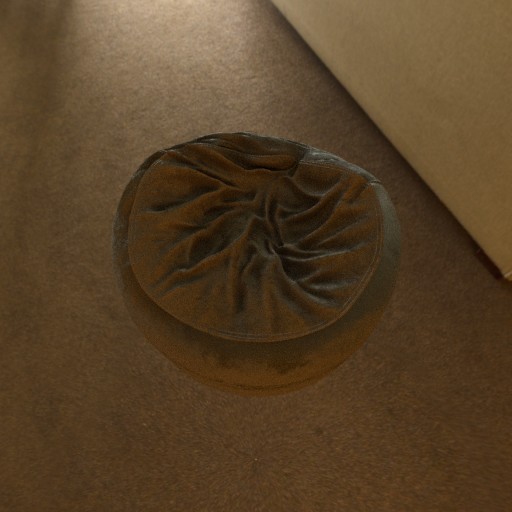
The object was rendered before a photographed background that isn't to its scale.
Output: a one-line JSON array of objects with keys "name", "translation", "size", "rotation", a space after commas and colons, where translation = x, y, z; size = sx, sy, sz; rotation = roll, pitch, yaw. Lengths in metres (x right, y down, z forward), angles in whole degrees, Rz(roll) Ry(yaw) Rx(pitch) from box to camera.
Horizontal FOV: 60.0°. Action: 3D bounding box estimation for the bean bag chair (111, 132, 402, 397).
[{"name": "bean bag chair", "translation": [0.000, 0.000, 1.545], "size": [0.918, 0.605, 0.918], "rotation": [0, 65, 0]}]
